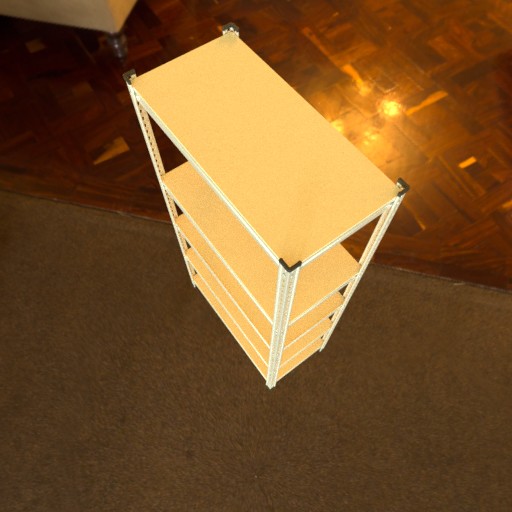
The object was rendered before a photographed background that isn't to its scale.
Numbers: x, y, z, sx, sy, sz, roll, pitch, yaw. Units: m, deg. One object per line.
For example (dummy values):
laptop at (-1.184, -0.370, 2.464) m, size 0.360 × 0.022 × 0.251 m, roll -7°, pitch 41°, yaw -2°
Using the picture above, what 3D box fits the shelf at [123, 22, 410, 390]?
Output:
shelf at (0.000, 0.000, 2.216) m, size 0.457 × 1.829 × 0.914 m, roll -33°, pitch 68°, yaw -15°
